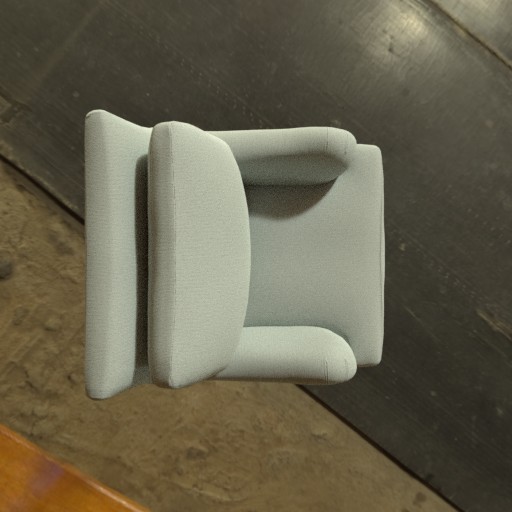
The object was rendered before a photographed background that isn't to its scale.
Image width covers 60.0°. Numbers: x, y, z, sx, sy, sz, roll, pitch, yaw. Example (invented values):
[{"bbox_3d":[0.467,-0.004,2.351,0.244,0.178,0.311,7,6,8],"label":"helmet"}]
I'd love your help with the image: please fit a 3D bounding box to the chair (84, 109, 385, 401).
[{"bbox_3d":[0.000,0.000,1.806,1.070,1.038,0.955,0,90,-2],"label":"chair"}]
